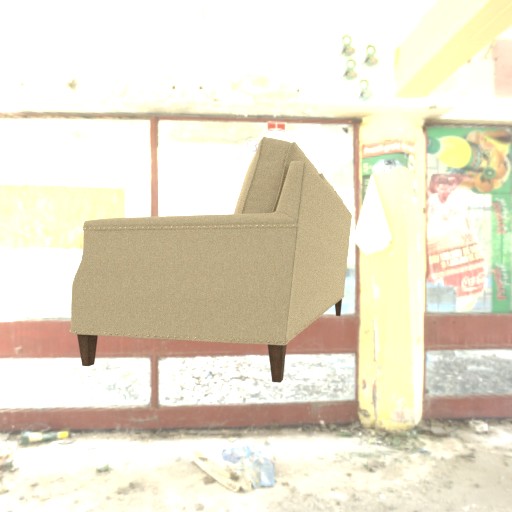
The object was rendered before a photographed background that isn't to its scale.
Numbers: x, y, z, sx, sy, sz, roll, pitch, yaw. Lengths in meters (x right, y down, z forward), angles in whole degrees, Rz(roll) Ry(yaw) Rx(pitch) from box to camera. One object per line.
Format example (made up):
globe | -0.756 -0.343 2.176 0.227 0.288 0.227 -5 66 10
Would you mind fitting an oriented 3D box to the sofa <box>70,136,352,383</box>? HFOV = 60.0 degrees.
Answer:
sofa | 0.000 0.000 2.882 1.084 1.003 2.246 0 0 17
